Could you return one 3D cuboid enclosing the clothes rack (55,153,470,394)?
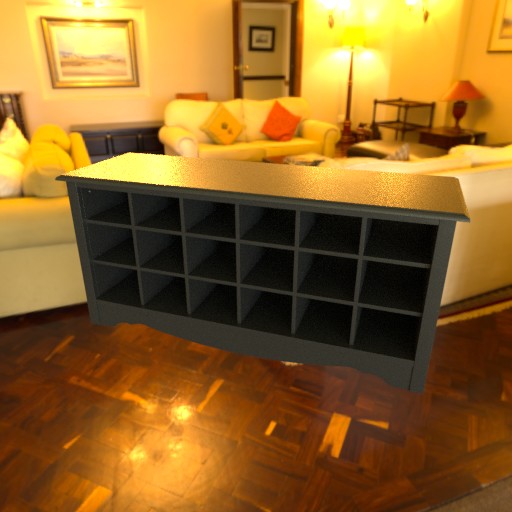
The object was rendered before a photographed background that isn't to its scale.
[{"bbox_3d":[0.000,0.000,1.518,1.219,0.556,0.406,8,25,17],"label":"clothes rack"}]
